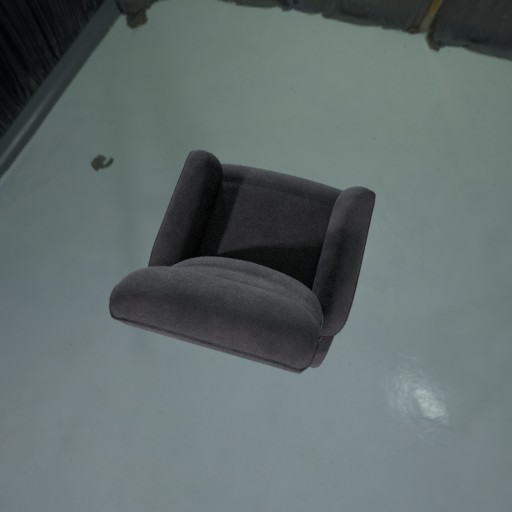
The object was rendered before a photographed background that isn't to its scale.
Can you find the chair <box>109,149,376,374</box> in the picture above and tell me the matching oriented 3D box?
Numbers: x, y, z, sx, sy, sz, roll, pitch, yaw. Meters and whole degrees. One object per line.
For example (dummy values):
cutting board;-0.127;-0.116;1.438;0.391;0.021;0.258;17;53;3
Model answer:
chair;0.000;0.000;1.793;0.830;1.035;1.009;14;65;7
